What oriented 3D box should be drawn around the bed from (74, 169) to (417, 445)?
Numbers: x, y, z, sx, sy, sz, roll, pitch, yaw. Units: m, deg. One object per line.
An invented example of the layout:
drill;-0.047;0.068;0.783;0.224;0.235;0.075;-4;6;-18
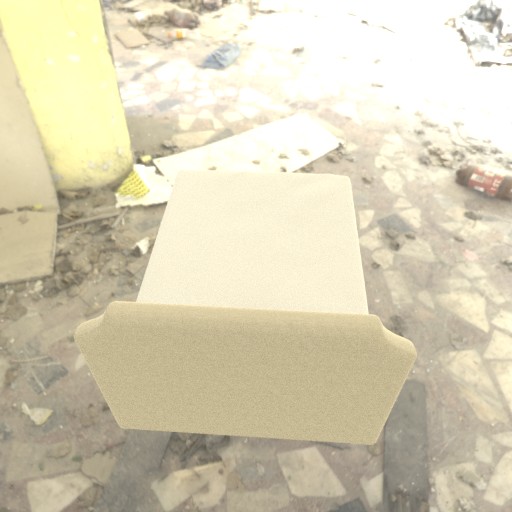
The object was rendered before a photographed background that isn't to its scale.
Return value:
bed;0.000;0.000;3.187;1.693;1.290;2.116;3;46;3
